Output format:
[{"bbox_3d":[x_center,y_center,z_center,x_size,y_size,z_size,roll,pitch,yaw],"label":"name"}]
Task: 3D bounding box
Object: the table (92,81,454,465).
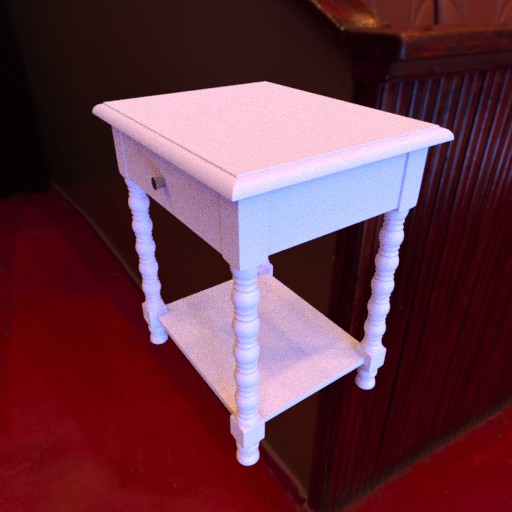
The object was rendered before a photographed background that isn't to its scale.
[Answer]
[{"bbox_3d":[0.000,0.000,0.840,0.381,0.531,0.460,-20,37,-29],"label":"table"}]
